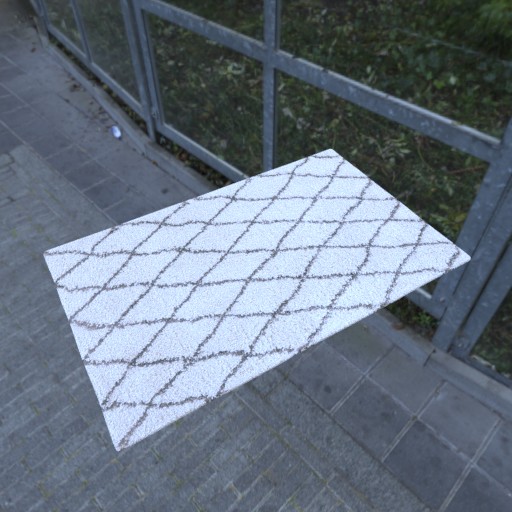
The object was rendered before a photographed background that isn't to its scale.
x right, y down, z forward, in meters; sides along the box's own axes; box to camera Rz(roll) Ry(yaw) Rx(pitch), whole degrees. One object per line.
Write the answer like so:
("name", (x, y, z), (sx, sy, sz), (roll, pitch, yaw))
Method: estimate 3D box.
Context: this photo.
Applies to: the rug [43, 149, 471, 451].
("rug", (0.000, 0.000, 2.969), (2.438, 0.030, 1.524), (-23, 51, -21))
